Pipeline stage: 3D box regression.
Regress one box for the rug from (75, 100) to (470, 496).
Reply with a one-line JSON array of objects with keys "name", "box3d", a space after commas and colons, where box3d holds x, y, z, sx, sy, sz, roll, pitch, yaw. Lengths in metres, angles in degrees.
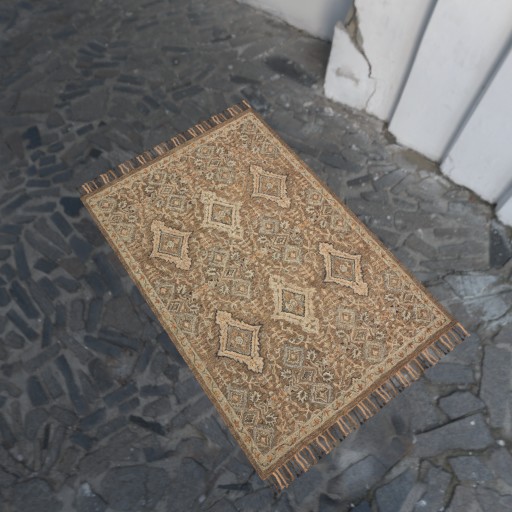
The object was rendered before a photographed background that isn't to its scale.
[{"name": "rug", "box3d": [0.000, 0.000, 2.984, 1.516, 0.010, 2.434, -33, 68, -15]}]
